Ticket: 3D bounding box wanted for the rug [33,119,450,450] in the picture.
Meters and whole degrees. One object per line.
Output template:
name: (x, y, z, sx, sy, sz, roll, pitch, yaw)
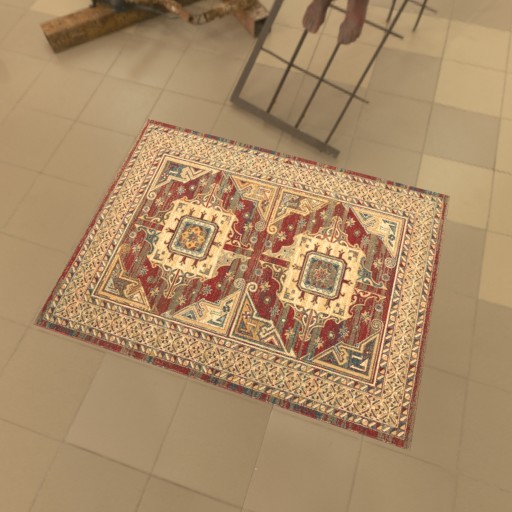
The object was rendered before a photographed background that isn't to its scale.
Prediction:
rug: (0.000, 0.000, 4.033, 3.197, 0.013, 2.381, 16, 65, 8)
